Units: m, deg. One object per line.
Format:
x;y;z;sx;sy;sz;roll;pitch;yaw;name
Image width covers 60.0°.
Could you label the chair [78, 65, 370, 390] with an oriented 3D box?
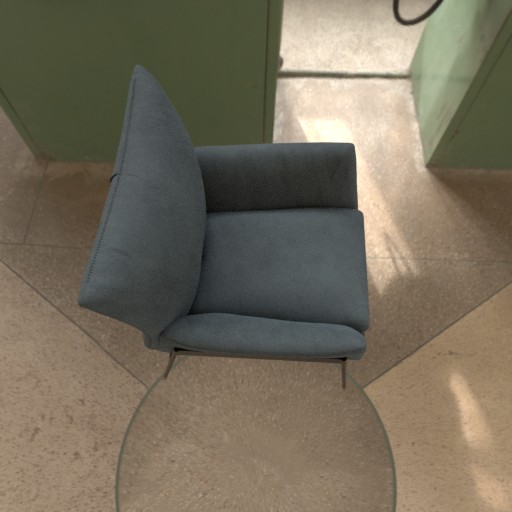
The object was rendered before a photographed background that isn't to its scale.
0.000;0.000;1.389;0.709;0.858;0.678;3;64;1;chair
